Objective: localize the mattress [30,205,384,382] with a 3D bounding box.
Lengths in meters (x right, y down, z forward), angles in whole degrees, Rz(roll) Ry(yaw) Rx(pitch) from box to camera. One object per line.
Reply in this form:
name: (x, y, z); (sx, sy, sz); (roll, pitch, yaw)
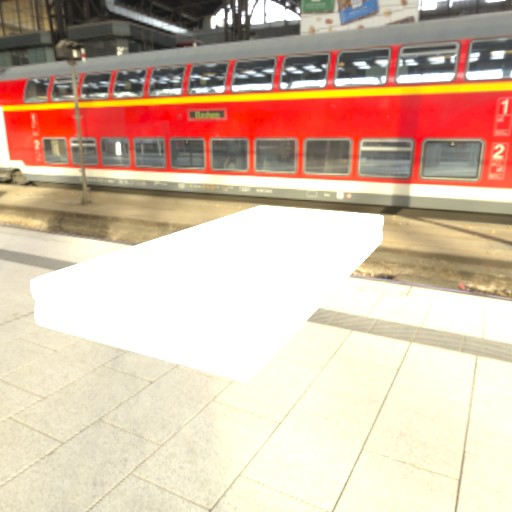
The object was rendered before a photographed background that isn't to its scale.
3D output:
mattress: (0.000, 0.000, 2.258); (0.900, 0.200, 1.900); (8, 17, 26)
